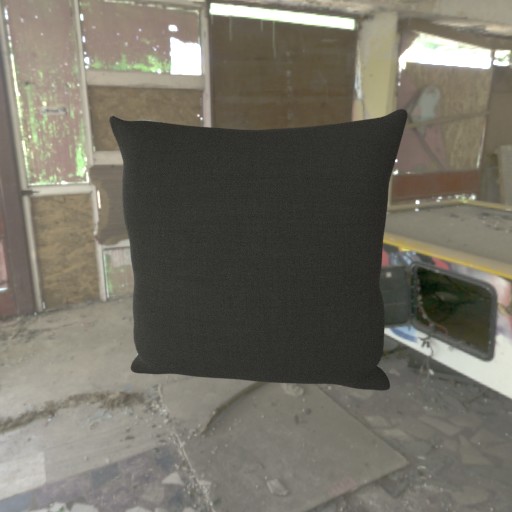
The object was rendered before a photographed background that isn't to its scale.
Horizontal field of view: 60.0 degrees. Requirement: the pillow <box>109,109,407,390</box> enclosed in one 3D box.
[{"bbox_3d":[0.000,0.000,0.794,0.503,0.496,0.208,2,15,7],"label":"pillow"}]
